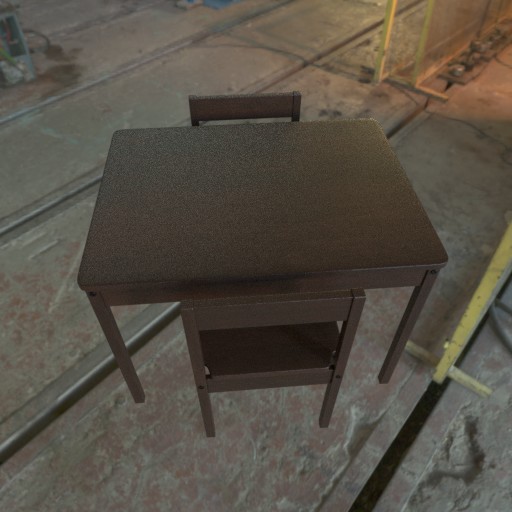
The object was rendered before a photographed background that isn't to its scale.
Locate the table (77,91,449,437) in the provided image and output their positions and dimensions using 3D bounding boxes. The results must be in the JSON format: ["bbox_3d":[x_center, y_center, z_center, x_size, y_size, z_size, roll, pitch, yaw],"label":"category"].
[{"bbox_3d":[0.000,0.000,1.083,0.650,0.503,0.672,-4,47,-3],"label":"table"}]
